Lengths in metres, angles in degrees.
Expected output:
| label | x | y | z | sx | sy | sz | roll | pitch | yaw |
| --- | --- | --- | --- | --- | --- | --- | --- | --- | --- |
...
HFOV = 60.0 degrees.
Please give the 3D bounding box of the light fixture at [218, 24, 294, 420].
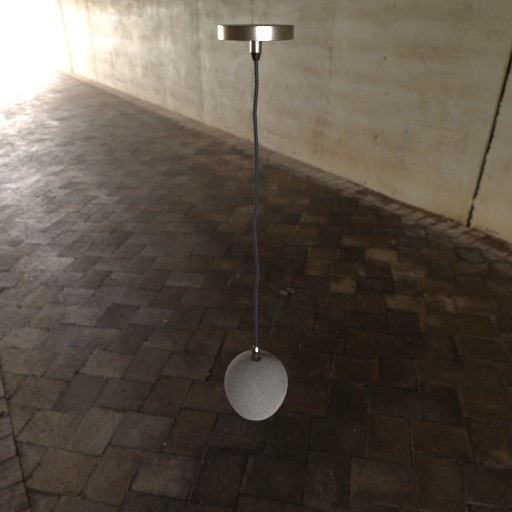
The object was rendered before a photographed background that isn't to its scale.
| label | x | y | z | sx | sy | sz | roll | pitch | yaw |
| --- | --- | --- | --- | --- | --- | --- | --- | --- | --- |
| light fixture | 0.000 | 0.000 | 0.826 | 0.139 | 0.764 | 0.139 | 0 | 29 | -1 |
